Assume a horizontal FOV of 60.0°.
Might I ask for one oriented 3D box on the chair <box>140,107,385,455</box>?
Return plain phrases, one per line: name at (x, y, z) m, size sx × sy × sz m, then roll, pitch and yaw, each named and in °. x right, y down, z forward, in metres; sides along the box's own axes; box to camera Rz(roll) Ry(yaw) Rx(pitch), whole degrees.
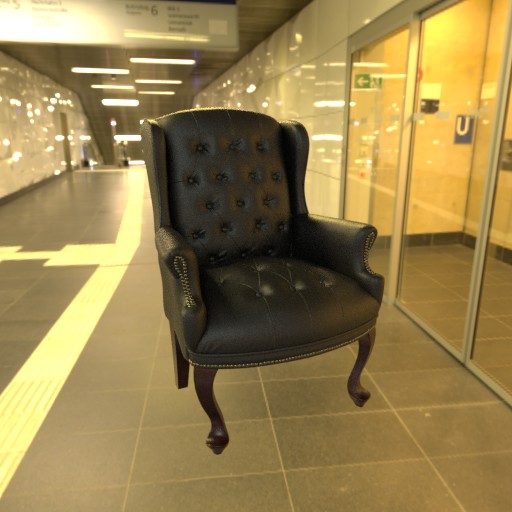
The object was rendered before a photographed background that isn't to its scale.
chair at (0.000, 0.000, 1.729) m, size 0.831 × 1.133 × 0.822 m, roll -7°, pitch 17°, yaw -25°
